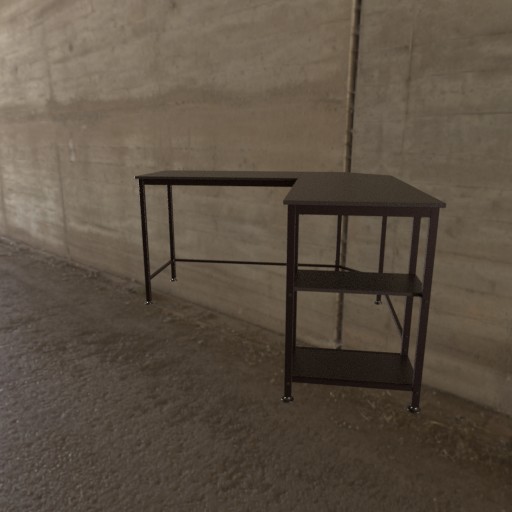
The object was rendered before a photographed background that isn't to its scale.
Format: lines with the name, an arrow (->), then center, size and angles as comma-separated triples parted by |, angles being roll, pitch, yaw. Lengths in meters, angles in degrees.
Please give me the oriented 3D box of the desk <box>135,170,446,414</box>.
desk -> 0.000, 0.000, 2.205 | 1.379, 0.739, 1.379 | 2, 15, 8
